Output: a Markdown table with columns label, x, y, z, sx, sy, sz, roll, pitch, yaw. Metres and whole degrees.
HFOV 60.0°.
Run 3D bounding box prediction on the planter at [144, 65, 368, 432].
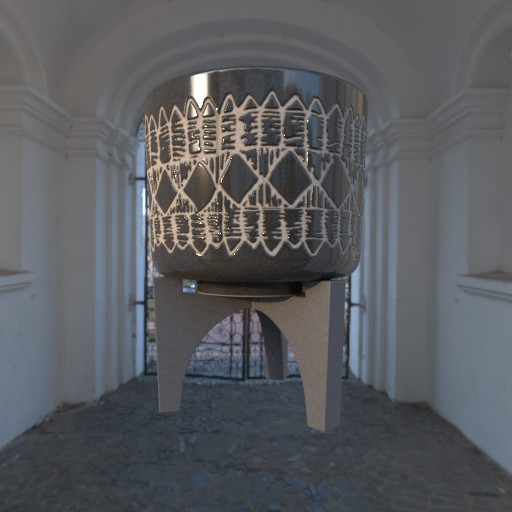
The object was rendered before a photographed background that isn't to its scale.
| label | x | y | z | sx | sy | sz | roll | pitch | yaw |
| --- | --- | --- | --- | --- | --- | --- | --- | --- | --- |
| planter | 0.000 | 0.000 | 0.401 | 0.196 | 0.264 | 0.196 | 0 | 1 | 17 |
